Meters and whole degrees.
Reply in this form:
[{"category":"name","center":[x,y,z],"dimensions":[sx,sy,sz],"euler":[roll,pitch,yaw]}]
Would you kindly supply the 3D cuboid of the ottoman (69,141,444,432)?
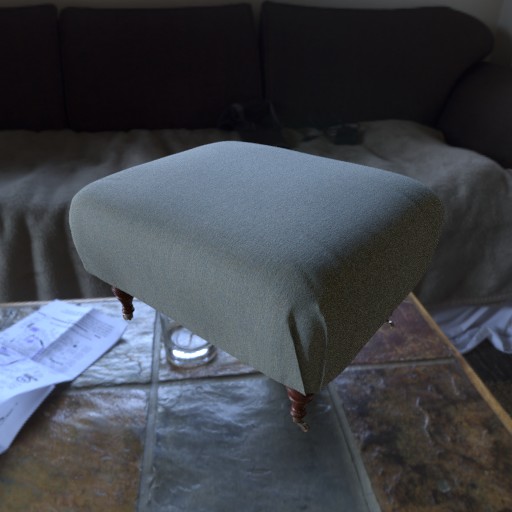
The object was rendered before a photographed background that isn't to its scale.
[{"category":"ottoman","center":[0.000,0.000,1.126],"dimensions":[0.747,0.450,0.622],"euler":[22,36,33]}]
